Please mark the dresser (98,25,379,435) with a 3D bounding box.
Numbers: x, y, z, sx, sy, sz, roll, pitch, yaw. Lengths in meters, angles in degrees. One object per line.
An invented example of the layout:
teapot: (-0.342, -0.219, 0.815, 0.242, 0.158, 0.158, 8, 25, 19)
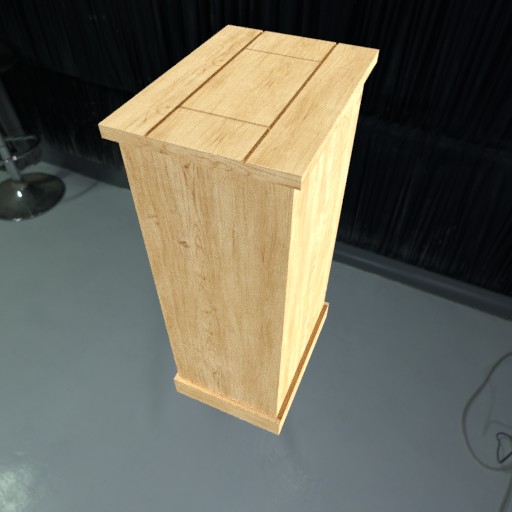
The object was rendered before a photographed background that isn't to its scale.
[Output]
dresser: (0.000, 0.000, 1.291, 0.390, 1.041, 0.531, 18, 49, 16)
